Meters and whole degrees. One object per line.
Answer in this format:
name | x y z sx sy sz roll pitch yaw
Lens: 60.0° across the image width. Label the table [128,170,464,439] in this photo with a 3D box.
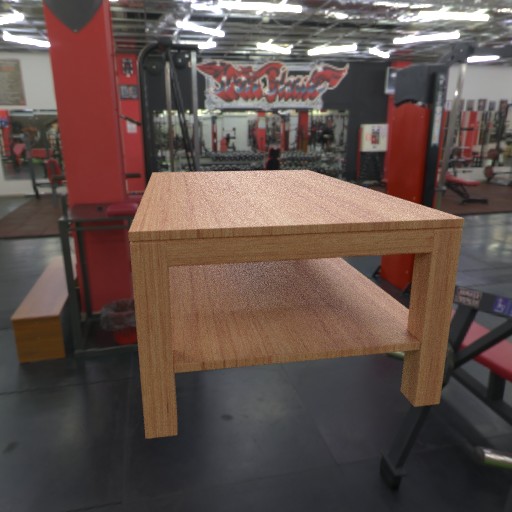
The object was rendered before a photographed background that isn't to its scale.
table | 0.000 0.000 1.490 0.695 0.457 1.146 -3 16 -10
